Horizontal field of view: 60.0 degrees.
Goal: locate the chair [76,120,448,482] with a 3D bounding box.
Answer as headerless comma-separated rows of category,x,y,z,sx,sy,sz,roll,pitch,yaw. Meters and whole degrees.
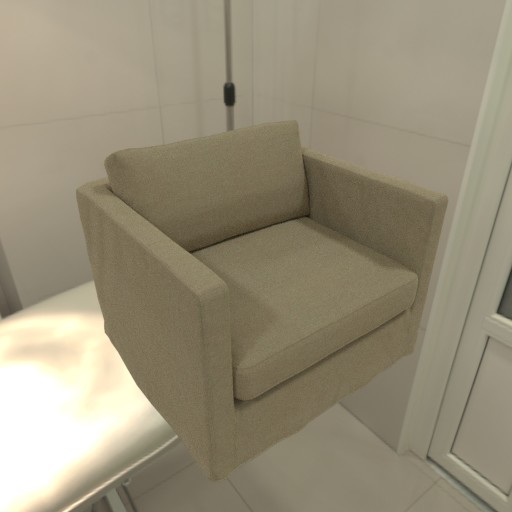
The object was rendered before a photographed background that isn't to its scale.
chair,0.000,0.000,1.737,1.057,0.863,0.949,-21,36,-32
